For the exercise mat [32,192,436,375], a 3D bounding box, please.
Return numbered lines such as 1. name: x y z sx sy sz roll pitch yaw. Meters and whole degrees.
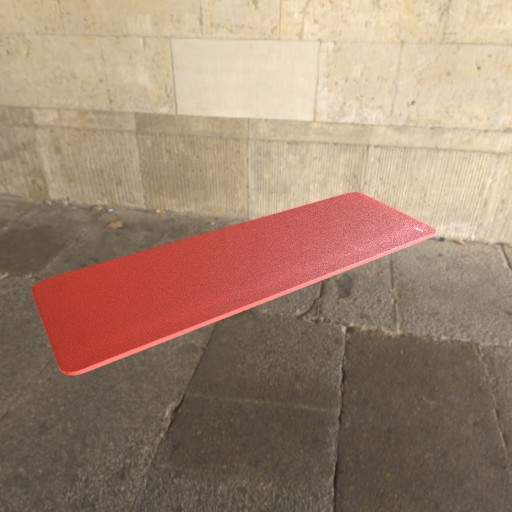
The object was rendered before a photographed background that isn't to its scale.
1. exercise mat: 0.000 0.000 2.070 1.869 0.021 0.616 -18 36 -27
